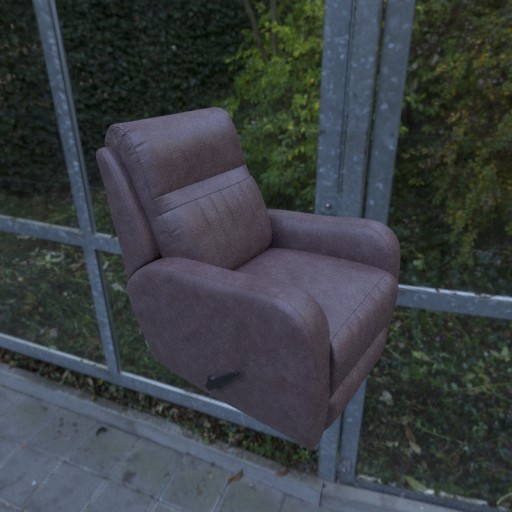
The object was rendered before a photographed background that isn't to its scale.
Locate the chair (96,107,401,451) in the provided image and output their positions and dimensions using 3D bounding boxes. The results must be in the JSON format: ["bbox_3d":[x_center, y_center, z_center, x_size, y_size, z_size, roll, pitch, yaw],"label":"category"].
[{"bbox_3d":[0.000,0.000,1.838,1.067,1.067,0.865,17,31,31],"label":"chair"}]
